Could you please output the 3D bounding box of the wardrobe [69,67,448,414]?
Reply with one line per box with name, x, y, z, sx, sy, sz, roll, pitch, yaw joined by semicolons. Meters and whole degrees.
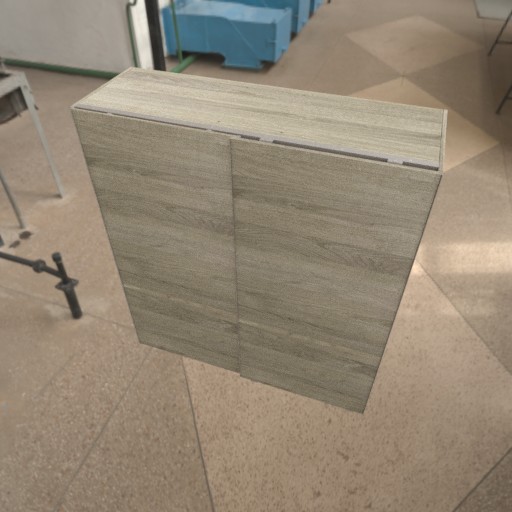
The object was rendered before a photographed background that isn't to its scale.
wardrobe;0.000;0.000;2.839;1.780;1.960;0.629;13;44;14
